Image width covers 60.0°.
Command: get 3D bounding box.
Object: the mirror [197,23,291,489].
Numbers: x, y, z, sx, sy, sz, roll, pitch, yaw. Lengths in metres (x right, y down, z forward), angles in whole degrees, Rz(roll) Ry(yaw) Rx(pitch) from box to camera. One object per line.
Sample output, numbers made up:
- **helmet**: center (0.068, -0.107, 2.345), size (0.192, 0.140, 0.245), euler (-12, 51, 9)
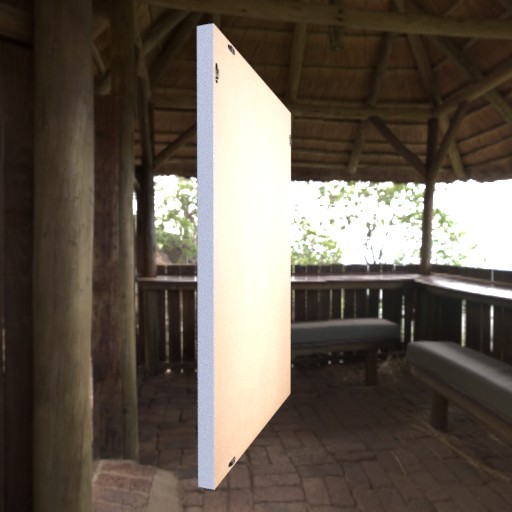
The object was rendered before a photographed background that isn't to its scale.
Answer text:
- **mirror**: center (0.000, 0.000, 1.162), size (0.041, 0.914, 0.609), euler (0, 1, 19)
